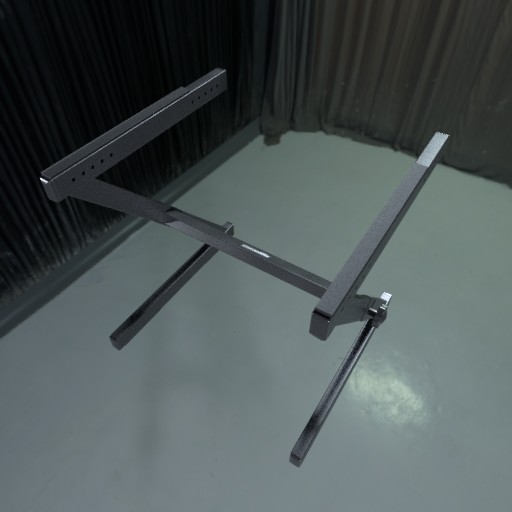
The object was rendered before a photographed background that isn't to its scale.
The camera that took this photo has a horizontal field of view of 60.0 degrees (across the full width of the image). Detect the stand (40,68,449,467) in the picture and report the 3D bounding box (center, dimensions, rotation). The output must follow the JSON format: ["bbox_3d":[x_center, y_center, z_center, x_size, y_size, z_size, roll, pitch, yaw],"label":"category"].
[{"bbox_3d":[0.000,0.000,1.127,0.700,0.617,0.586,25,51,22],"label":"stand"}]
